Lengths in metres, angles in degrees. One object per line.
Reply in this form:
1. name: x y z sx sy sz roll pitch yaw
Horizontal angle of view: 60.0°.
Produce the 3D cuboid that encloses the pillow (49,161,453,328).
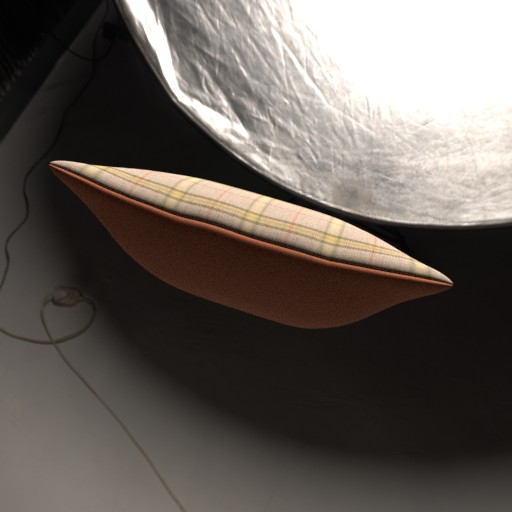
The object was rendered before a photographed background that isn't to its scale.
1. pillow: 0.000 0.000 0.685 0.453 0.430 0.200 17 67 8
